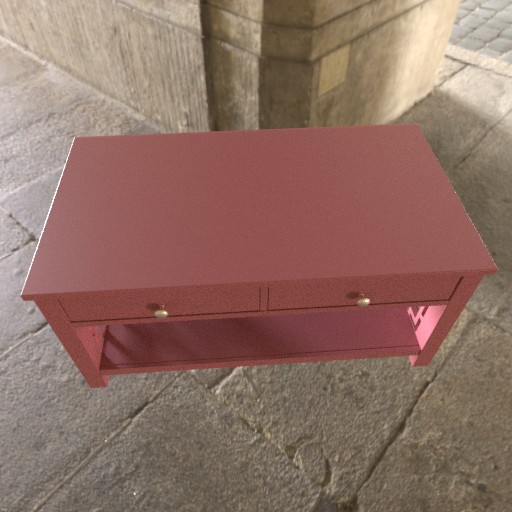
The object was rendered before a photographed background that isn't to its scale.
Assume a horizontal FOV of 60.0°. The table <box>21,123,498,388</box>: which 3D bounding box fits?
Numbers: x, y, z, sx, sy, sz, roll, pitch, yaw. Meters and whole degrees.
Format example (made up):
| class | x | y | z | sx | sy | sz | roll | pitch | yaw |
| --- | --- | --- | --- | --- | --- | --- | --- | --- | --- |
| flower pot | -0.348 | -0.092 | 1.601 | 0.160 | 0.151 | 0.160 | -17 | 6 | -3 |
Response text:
| class | x | y | z | sx | sy | sz | roll | pitch | yaw |
| --- | --- | --- | --- | --- | --- | --- | --- | --- | --- |
| table | 0.000 | 0.000 | 1.365 | 1.068 | 0.493 | 0.612 | -3 | 49 | -3 |
